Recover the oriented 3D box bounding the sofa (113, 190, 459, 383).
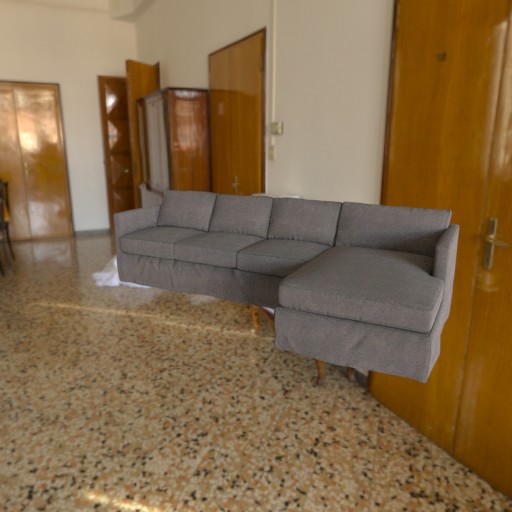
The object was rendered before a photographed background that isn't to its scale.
[{"bbox_3d":[0.000,0.000,3.934,3.205,0.922,1.650,8,16,27],"label":"sofa"}]
